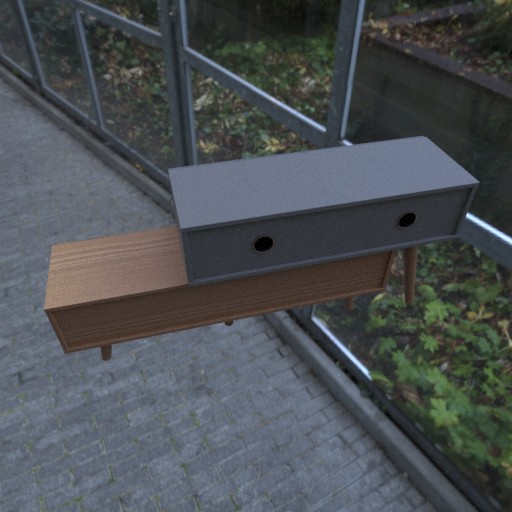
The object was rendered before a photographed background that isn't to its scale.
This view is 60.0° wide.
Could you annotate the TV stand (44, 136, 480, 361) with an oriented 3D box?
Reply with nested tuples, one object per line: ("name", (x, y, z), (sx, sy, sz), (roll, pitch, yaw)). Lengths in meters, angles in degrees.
("TV stand", (0.000, 0.000, 1.551), (1.336, 0.591, 0.329), (-10, 43, -11))
